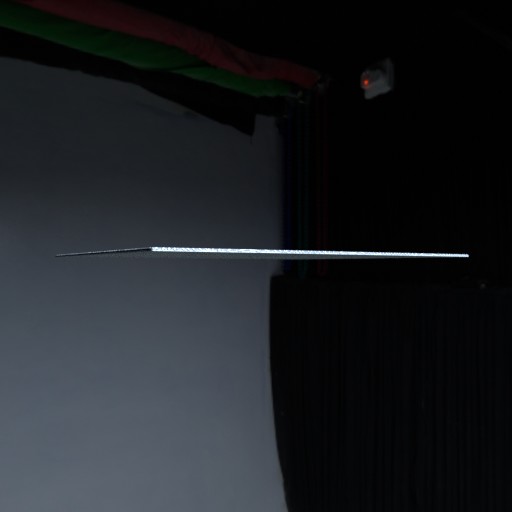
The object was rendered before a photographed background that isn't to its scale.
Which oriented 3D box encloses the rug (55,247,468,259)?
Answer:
[{"bbox_3d":[0.000,0.000,4.176,3.042,0.021,2.456,1,-1,-35],"label":"rug"}]
